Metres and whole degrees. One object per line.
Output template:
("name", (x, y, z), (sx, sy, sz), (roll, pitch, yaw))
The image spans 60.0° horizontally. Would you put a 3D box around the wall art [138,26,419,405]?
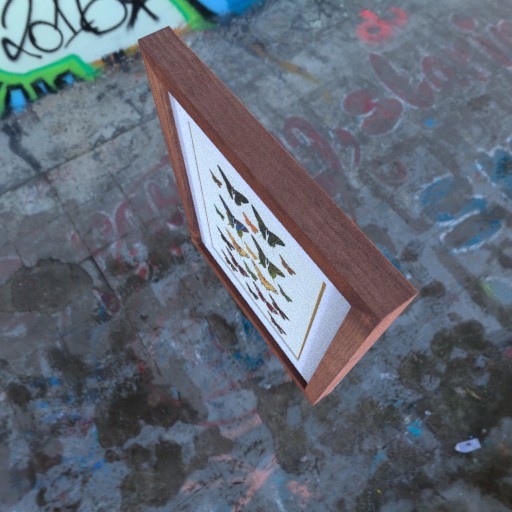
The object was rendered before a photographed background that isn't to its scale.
("wall art", (0.000, 0.000, 0.605), (0.039, 0.449, 0.377), (-32, 68, -15))
